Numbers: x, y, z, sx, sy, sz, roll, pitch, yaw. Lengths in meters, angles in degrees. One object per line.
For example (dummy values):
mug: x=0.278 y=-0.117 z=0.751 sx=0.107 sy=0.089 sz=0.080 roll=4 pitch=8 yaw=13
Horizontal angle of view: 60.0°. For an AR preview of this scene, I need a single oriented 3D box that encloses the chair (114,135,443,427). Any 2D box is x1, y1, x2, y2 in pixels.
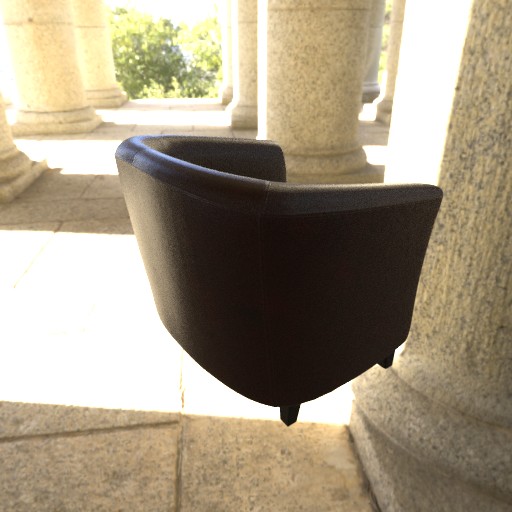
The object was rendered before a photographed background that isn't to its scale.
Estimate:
chair: x=0.000 y=0.000 z=1.395 sx=0.727 sy=0.756 sz=0.792 roll=-18 pitch=31 yaw=-32
